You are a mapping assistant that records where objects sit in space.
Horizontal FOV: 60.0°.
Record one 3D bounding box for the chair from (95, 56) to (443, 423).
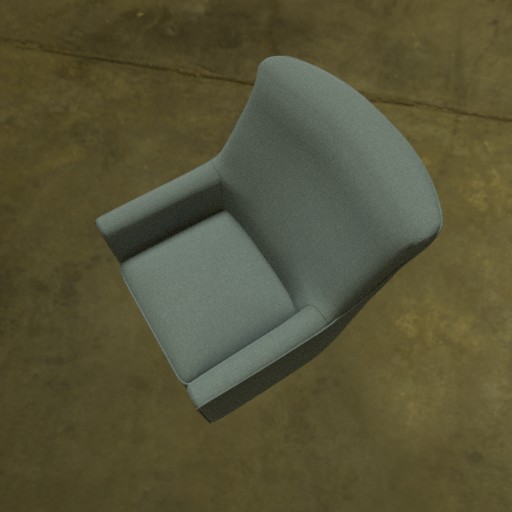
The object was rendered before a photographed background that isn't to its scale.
[{"bbox_3d":[0.000,0.000,1.564,0.879,0.916,0.756,-29,68,-14],"label":"chair"}]
